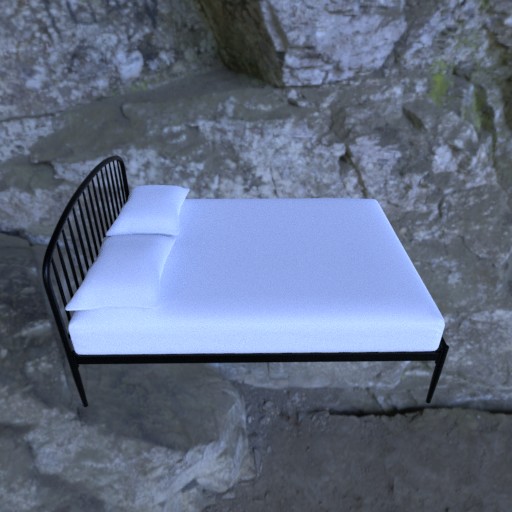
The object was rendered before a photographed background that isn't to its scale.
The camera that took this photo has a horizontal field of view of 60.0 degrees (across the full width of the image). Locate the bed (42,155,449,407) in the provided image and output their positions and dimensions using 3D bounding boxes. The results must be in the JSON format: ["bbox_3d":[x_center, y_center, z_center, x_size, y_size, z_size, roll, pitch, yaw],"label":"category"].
[{"bbox_3d":[0.000,0.000,3.092,2.159,1.166,1.618,0,32,-1],"label":"bed"}]
